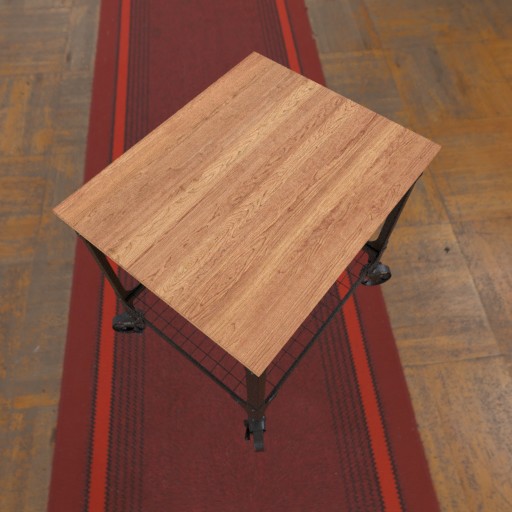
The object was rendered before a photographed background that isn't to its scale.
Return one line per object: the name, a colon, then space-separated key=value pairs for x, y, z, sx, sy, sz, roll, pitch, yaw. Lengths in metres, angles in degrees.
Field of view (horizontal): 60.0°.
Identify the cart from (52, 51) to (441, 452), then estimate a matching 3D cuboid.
cart: x=0.000 y=0.000 z=1.108 sx=0.558 sy=0.603 sz=0.666 roll=35 pitch=65 yaw=18
